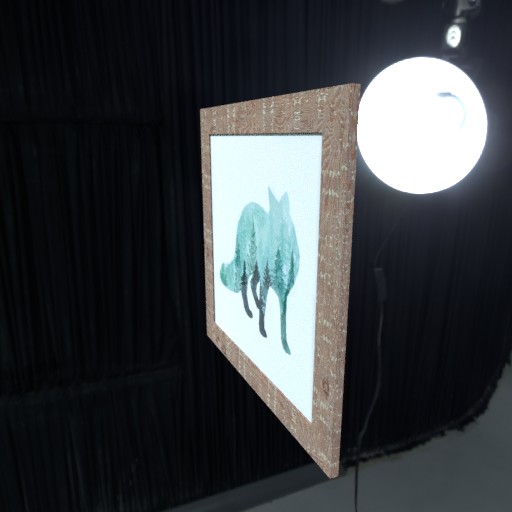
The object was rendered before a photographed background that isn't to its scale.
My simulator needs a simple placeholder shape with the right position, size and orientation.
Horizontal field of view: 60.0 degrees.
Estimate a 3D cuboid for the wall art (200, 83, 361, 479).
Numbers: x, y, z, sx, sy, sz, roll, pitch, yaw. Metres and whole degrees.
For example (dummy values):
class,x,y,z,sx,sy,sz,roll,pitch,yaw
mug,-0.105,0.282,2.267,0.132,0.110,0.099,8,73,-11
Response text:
class,x,y,z,sx,sy,sz,roll,pitch,yaw
wall art,0.000,0.000,0.579,0.012,0.384,0.384,-7,17,-24
